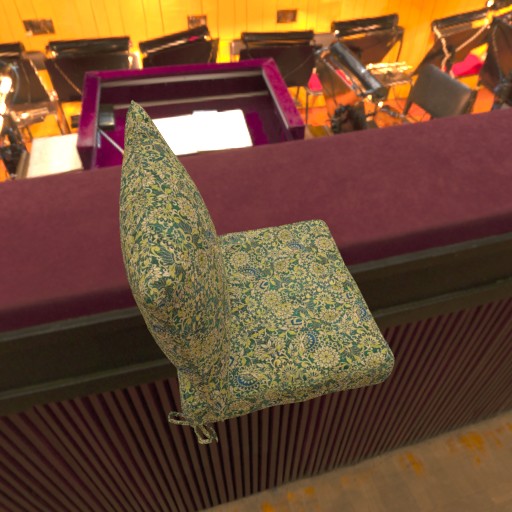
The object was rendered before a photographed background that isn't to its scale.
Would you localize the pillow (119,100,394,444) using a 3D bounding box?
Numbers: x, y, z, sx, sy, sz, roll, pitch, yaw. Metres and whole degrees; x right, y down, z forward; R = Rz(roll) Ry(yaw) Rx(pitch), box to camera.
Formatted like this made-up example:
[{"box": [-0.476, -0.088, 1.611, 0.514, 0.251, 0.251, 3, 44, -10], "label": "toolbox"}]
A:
[{"box": [0.000, 0.000, 1.360, 0.740, 0.722, 0.798, -10, 47, -9], "label": "pillow"}]
